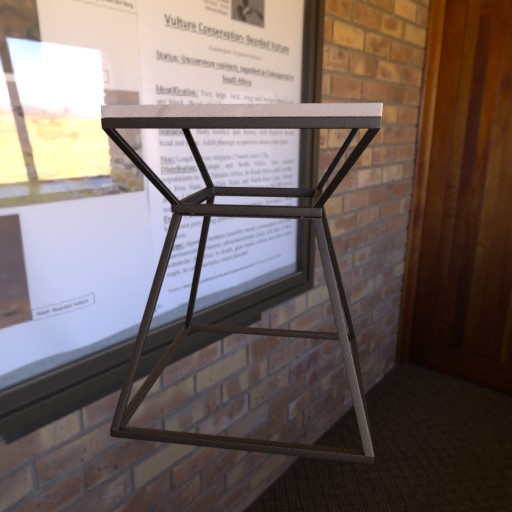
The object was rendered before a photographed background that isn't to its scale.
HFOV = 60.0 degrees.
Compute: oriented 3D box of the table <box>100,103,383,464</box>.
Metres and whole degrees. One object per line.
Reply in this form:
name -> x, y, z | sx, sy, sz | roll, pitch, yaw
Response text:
table -> 0.000, 0.000, 0.892 | 0.455, 0.559, 0.455 | 2, 16, 8
